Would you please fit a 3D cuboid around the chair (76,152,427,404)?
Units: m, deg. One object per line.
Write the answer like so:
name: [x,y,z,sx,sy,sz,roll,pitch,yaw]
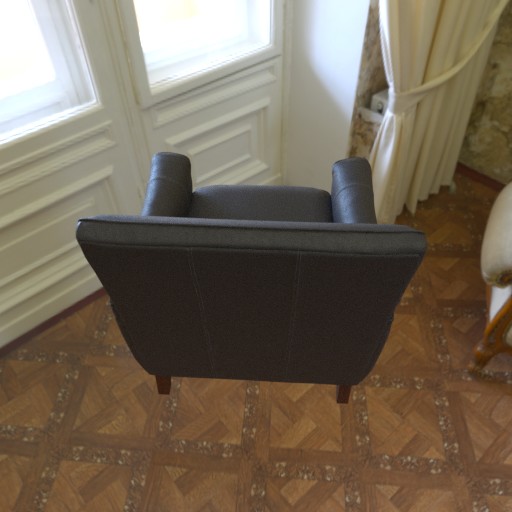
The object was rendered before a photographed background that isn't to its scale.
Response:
chair: [0.000,0.000,1.605,0.870,0.943,0.825,2,46,2]
